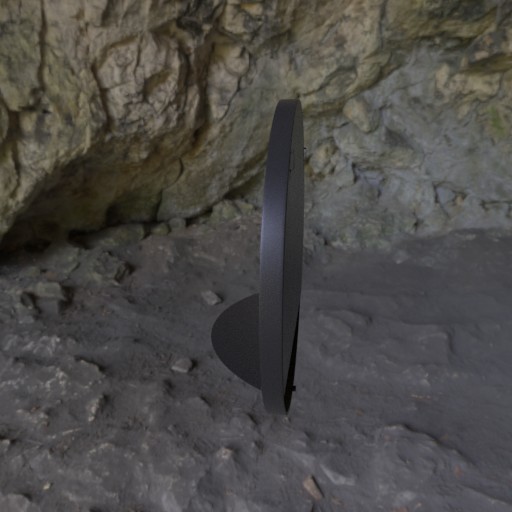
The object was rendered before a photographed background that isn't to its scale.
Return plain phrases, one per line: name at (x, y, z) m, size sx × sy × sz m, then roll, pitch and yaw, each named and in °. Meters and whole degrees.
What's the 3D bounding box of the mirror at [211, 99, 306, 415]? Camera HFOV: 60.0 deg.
mirror at (0.000, 0.000, 0.688) m, size 0.133 × 0.457 × 0.457 m, roll 2°, pitch 14°, yaw 8°
